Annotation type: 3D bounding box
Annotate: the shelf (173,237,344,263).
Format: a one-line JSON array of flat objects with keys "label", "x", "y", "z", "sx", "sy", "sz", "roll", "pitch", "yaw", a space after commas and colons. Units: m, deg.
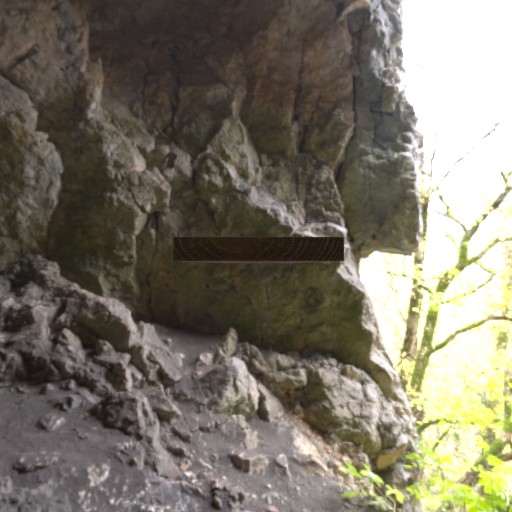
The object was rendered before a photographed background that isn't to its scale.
[{"label": "shelf", "x": 0.000, "y": 0.000, "z": 0.667, "sx": 0.140, "sy": 0.020, "sz": 0.610, "roll": 0, "pitch": -1, "yaw": 0}]
